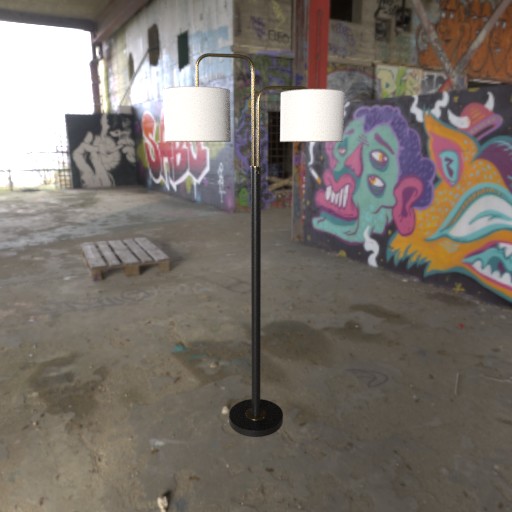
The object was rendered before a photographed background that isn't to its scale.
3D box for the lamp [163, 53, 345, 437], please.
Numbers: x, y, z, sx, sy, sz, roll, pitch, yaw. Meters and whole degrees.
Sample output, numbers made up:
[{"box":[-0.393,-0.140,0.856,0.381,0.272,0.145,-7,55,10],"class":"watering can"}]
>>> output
[{"box":[0.000,0.000,1.888,0.711,1.587,0.254,-2,14,-10],"class":"lamp"}]
